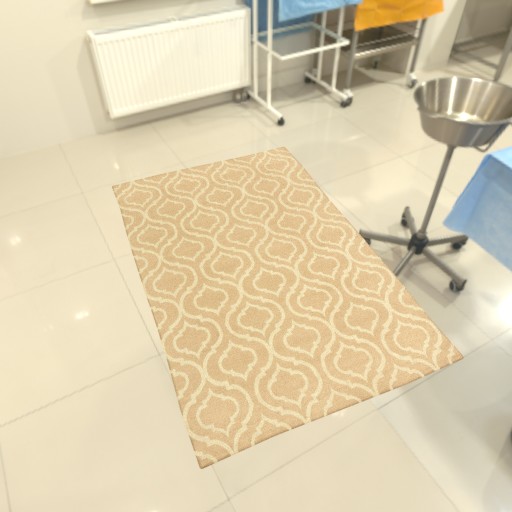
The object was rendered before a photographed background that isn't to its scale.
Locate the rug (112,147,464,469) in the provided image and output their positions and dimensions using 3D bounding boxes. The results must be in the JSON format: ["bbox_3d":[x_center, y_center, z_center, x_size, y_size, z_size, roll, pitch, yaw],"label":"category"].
[{"bbox_3d":[0.000,0.000,2.242,1.152,0.013,1.761,-17,48,-16],"label":"rug"}]
